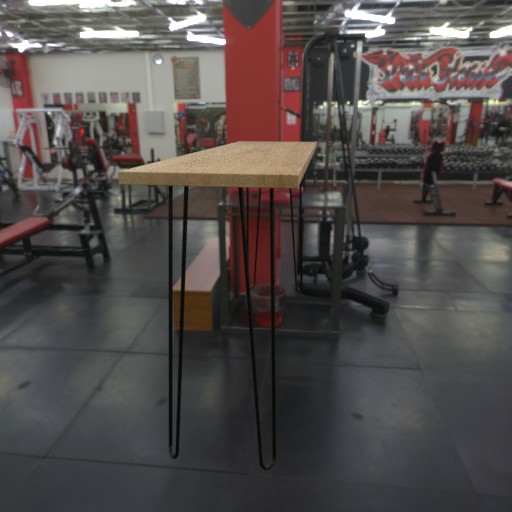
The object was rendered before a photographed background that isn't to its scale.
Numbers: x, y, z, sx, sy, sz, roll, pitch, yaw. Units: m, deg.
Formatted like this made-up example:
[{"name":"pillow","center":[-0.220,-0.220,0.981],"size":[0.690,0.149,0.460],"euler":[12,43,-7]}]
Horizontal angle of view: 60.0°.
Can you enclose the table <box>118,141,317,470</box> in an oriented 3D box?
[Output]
[{"name":"table","center":[0.000,0.000,1.729],"size":[0.399,0.799,1.400],"euler":[3,17,9]}]
